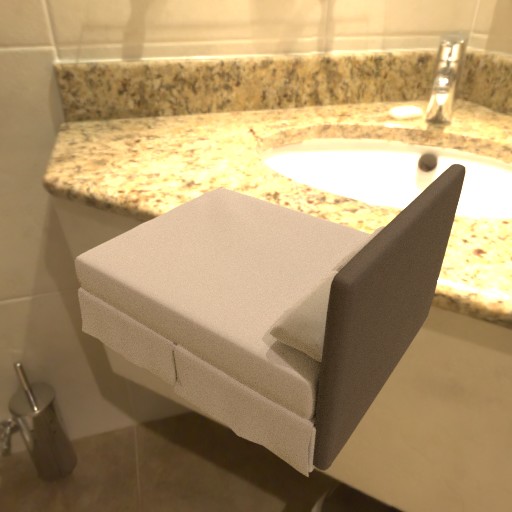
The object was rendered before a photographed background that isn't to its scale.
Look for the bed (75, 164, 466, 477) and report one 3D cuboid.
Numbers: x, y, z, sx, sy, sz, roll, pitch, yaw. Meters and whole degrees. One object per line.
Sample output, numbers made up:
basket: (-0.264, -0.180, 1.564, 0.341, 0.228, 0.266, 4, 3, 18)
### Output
bed: (0.000, 0.000, 3.131, 2.142, 1.330, 1.723, 22, 38, 31)
